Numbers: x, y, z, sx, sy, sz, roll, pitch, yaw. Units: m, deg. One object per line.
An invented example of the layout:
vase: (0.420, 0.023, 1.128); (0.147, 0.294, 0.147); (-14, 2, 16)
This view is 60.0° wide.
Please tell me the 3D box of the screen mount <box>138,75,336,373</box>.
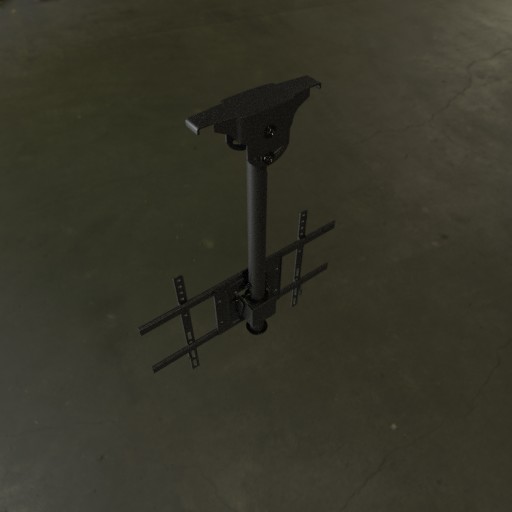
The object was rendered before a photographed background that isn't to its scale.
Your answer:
screen mount: (0.000, 0.000, 1.024); (0.595, 0.775, 0.090); (-28, 53, -24)
